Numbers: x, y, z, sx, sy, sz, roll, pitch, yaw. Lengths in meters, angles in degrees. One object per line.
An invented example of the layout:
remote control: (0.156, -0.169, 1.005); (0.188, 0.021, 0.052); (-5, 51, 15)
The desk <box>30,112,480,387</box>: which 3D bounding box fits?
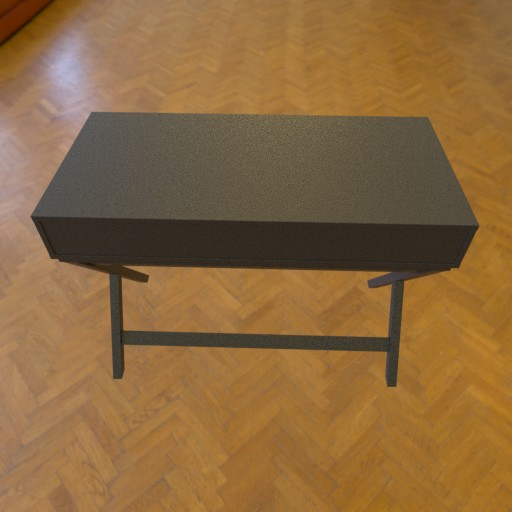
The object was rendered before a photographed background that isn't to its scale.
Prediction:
desk: (0.000, 0.000, 1.504); (1.057, 0.780, 0.525); (1, 46, 1)
